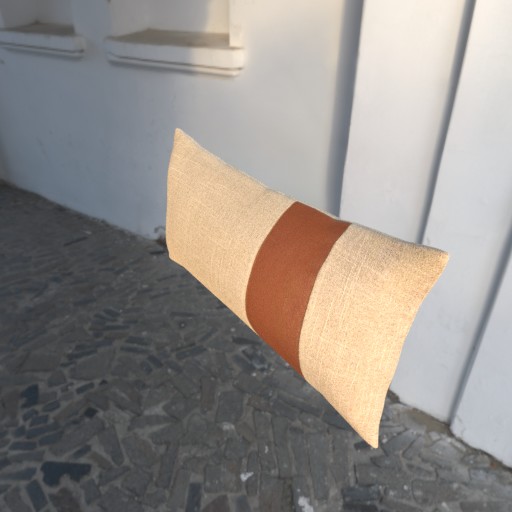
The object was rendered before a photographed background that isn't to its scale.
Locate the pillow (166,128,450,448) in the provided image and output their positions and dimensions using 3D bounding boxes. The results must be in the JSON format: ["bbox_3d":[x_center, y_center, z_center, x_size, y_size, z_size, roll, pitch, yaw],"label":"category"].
[{"bbox_3d":[0.000,0.000,0.728,0.155,0.282,0.612,-20,36,-30],"label":"pillow"}]
